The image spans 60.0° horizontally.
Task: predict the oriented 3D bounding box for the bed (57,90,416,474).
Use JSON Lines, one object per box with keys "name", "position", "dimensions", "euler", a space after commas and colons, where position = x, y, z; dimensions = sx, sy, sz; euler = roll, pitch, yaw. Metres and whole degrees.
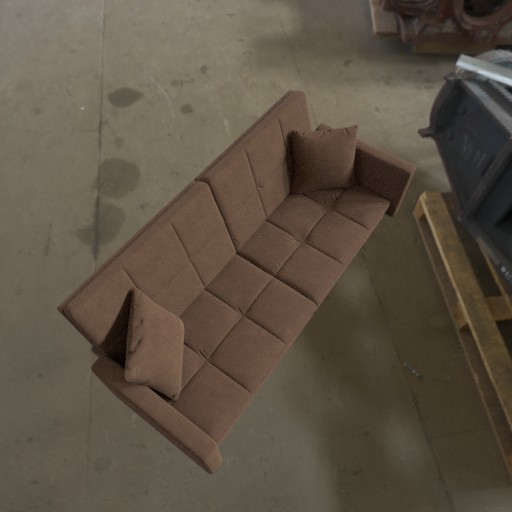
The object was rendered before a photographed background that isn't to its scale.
{"name": "bed", "position": [0.000, 0.000, 2.358], "dimensions": [0.889, 0.787, 1.905], "euler": [31, 62, 19]}
